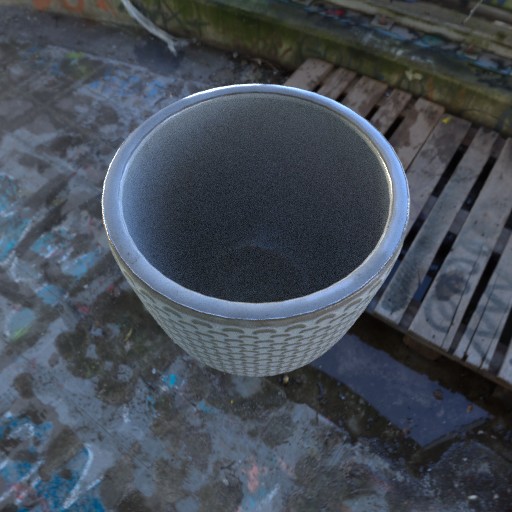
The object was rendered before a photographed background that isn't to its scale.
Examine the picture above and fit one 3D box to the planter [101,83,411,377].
[{"bbox_3d":[0.000,0.000,0.314,0.173,0.160,0.173,0,58,0],"label":"planter"}]
